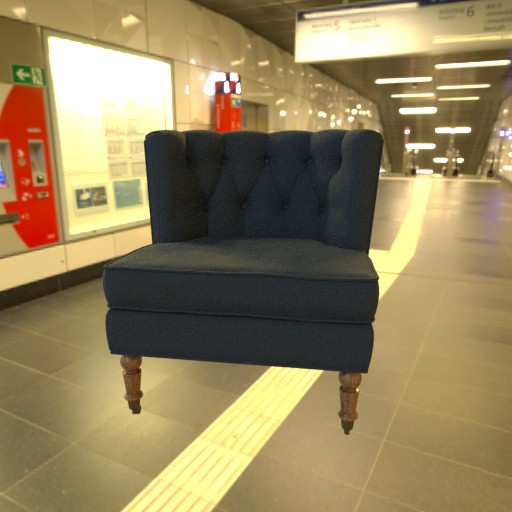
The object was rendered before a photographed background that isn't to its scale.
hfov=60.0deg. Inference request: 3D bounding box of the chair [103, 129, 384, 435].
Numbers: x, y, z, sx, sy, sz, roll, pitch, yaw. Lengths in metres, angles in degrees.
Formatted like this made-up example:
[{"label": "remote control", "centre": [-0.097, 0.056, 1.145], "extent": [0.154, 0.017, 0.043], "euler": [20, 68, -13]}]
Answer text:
[{"label": "chair", "centre": [0.000, 0.000, 1.379], "extent": [0.740, 0.771, 0.718], "euler": [2, 14, 9]}]
